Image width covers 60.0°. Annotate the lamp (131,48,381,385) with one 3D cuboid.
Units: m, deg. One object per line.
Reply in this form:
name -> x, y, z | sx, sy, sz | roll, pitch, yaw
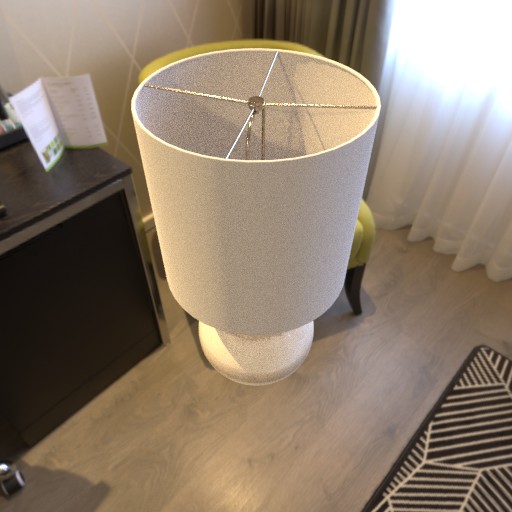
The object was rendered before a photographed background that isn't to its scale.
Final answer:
lamp -> 0.000, 0.000, 0.534 | 0.217, 0.404, 0.217 | 9, 46, 9
